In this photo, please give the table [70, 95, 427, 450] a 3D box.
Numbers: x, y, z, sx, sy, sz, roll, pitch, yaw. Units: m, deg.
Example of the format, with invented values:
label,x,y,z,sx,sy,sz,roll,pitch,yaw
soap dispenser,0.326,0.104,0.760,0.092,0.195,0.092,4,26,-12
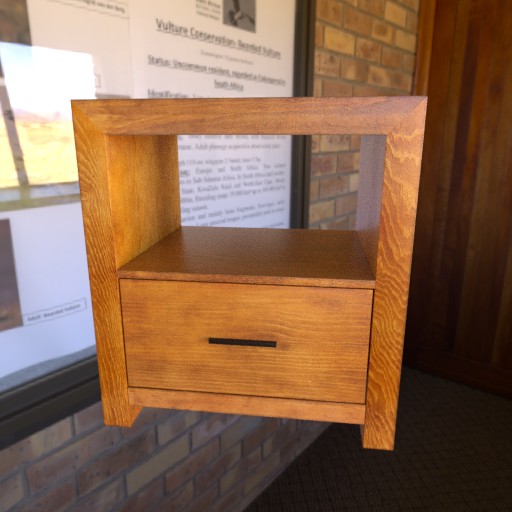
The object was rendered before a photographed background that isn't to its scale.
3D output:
label,x,y,z,sx,sy,sz,roll,pitch,yaw
table,0.000,0.000,0.938,0.550,0.605,0.400,2,16,7
